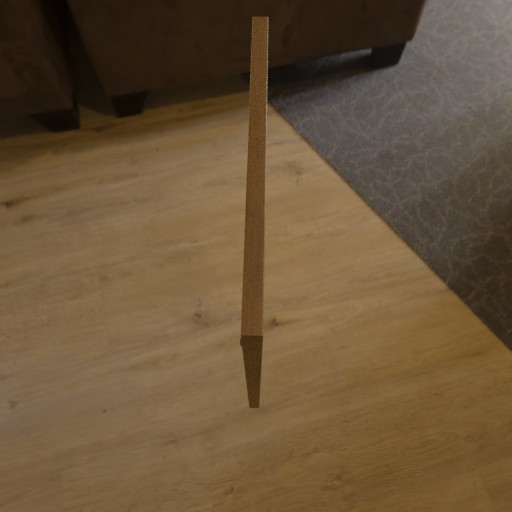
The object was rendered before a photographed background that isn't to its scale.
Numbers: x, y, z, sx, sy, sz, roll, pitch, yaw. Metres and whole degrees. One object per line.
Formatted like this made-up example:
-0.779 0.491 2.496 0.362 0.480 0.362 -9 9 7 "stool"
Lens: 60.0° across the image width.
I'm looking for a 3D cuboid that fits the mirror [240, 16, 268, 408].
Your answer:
0.000 0.000 1.336 0.041 1.016 0.762 1 65 1 "mirror"
